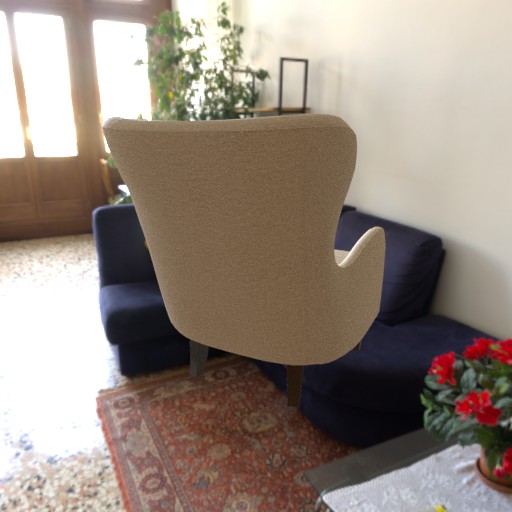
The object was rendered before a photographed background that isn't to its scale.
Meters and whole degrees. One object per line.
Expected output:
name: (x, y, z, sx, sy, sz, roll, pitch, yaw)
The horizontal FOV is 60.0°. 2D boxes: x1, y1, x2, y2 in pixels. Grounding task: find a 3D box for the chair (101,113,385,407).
chair: (0.000, 0.000, 1.767, 0.861, 1.064, 0.984, 9, 19, 26)
